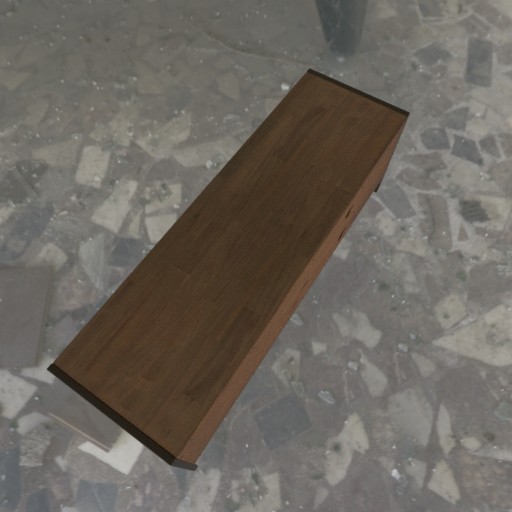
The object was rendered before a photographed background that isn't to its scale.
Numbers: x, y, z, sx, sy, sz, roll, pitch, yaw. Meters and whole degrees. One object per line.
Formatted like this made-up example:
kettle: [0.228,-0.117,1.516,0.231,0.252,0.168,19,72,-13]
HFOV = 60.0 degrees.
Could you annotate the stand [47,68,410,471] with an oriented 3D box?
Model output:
stand: [0.000,0.000,1.709,0.454,0.506,1.480,30,67,15]
